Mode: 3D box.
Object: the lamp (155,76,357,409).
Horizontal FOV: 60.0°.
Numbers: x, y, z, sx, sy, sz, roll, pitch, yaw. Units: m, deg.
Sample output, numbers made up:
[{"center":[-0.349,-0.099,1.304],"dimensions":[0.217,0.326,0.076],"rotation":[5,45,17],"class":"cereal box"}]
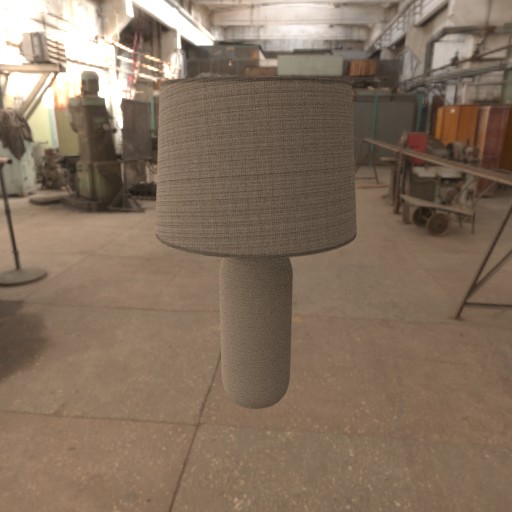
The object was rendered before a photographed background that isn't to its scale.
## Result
[{"center":[0.000,0.000,0.842],"dimensions":[0.367,0.609,0.367],"rotation":[0,17,0],"class":"lamp"}]
